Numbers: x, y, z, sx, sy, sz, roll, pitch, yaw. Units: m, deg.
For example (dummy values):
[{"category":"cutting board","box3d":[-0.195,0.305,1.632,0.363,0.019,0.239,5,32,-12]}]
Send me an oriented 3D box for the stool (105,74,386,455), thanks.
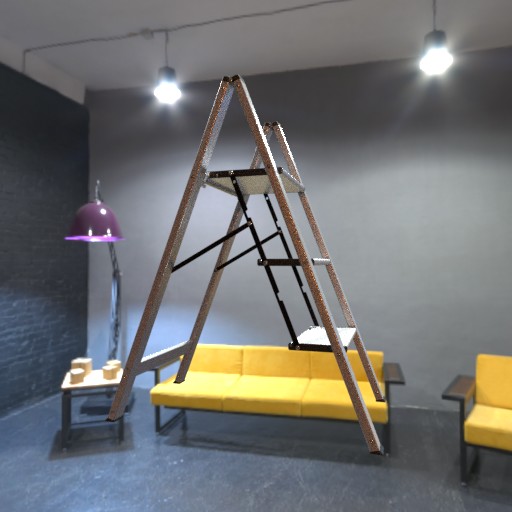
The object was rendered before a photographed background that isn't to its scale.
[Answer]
[{"category":"stool","box3d":[0.000,0.000,1.314,0.730,0.902,0.441,0,-1,17]}]
